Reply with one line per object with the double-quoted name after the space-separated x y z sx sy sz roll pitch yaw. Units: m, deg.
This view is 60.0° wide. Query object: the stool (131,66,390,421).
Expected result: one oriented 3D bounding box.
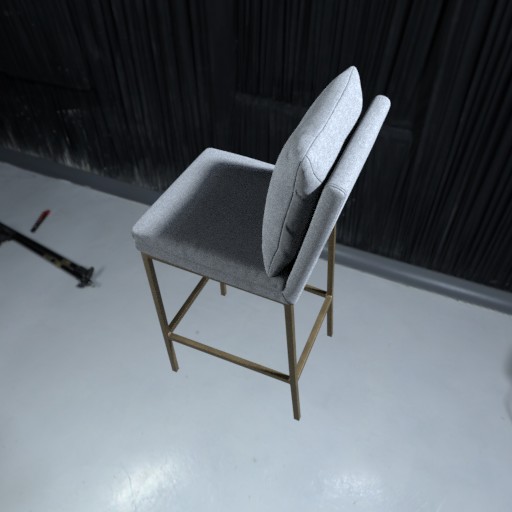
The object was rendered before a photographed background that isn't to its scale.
0.000 0.000 1.431 0.569 1.130 0.463 18 49 16 "stool"
